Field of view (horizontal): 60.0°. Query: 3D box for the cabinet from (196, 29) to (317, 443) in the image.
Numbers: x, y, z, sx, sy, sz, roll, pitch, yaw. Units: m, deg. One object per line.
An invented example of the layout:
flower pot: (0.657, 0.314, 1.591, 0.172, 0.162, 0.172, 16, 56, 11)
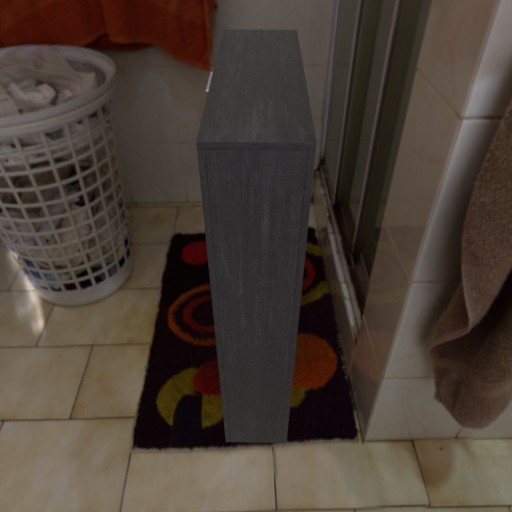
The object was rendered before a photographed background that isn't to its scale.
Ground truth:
cabinet: (0.000, 0.000, 1.573, 0.250, 1.280, 0.750, 1, 42, 1)
